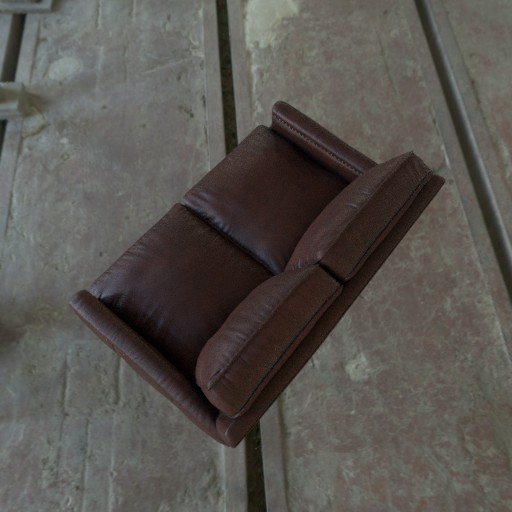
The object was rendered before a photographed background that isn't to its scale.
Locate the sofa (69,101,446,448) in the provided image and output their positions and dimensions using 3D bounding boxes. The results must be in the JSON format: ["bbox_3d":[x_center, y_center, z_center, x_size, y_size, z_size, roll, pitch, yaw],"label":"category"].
[{"bbox_3d":[0.000,0.000,2.284,1.083,1.003,1.628,38,72,15],"label":"sofa"}]
